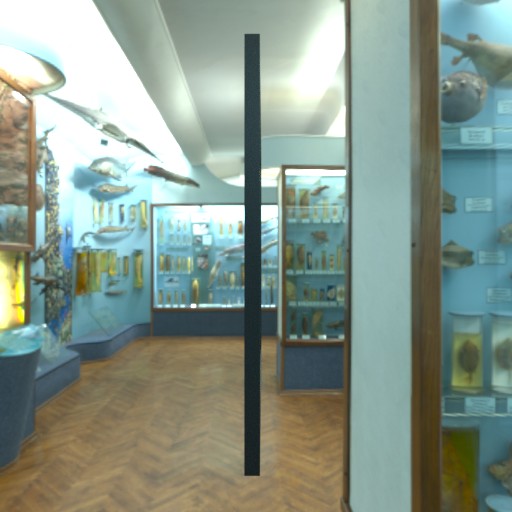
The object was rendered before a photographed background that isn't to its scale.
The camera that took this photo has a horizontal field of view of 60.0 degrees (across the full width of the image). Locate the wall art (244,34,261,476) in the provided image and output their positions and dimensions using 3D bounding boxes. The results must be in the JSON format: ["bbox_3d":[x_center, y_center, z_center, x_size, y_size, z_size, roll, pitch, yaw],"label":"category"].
[{"bbox_3d":[0.000,0.000,0.523,0.012,0.332,0.383,0,0,1],"label":"wall art"}]
